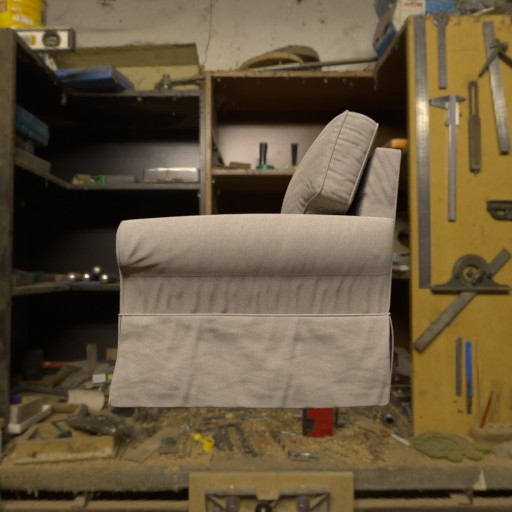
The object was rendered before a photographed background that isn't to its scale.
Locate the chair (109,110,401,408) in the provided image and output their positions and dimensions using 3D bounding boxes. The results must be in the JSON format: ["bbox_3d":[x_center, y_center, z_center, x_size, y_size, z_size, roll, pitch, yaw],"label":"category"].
[{"bbox_3d":[0.000,0.000,1.950,0.988,1.017,1.135,0,-1,0],"label":"chair"}]
